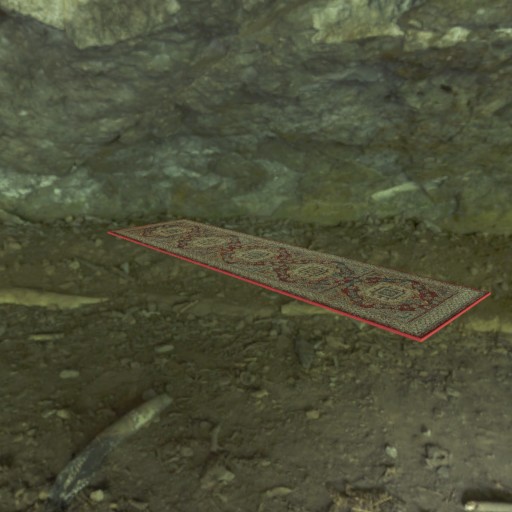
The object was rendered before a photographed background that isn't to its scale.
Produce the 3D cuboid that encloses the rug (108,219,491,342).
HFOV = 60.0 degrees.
[{"bbox_3d":[0.000,0.000,2.521,0.659,0.015,2.292,-15,22,-42],"label":"rug"}]
